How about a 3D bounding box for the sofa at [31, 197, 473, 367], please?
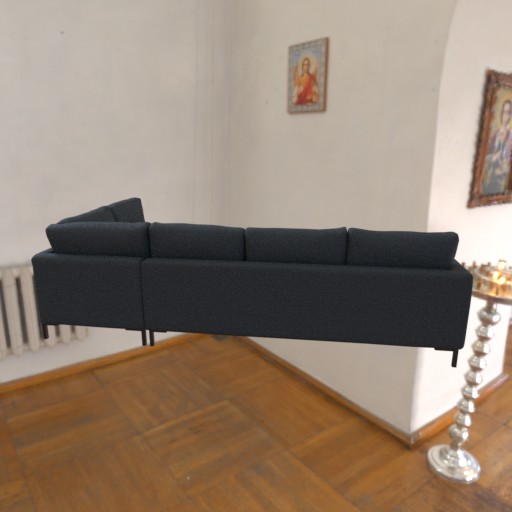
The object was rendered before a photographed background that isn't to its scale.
[{"bbox_3d":[0.000,0.000,3.853,2.975,0.858,1.984,2,15,8],"label":"sofa"}]
